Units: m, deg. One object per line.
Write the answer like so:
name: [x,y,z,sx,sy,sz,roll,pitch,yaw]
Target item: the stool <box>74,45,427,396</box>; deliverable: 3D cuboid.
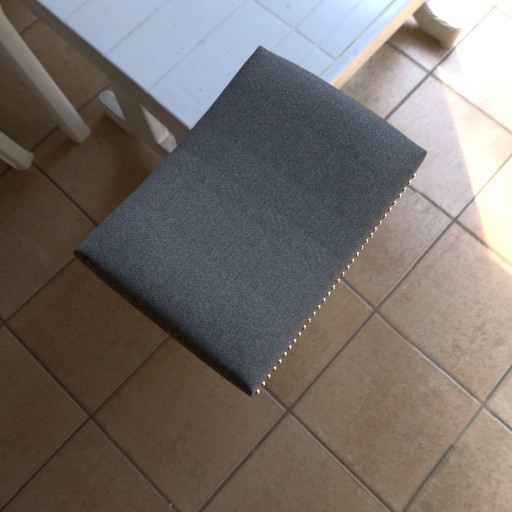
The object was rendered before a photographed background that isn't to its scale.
stool: [0.000,0.000,1.049,0.372,0.742,0.504,36,78,9]
